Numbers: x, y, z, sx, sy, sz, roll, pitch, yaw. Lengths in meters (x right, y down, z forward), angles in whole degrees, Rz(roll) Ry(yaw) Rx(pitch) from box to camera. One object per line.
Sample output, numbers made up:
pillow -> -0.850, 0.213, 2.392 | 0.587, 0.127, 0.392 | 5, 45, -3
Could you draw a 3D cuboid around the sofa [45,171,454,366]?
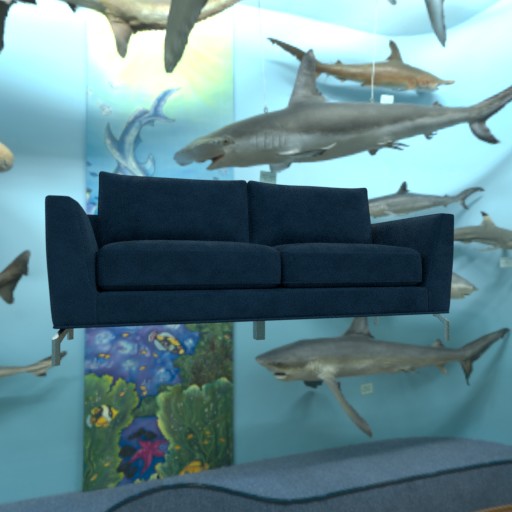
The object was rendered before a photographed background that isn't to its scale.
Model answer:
sofa -> 0.000, 0.000, 2.660 | 2.212, 0.998, 0.853 | 0, -1, -18
